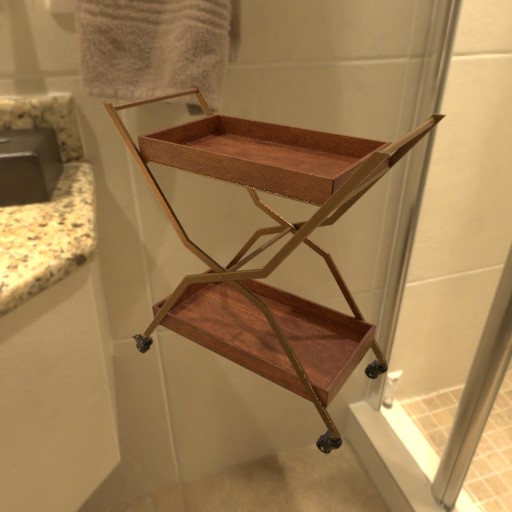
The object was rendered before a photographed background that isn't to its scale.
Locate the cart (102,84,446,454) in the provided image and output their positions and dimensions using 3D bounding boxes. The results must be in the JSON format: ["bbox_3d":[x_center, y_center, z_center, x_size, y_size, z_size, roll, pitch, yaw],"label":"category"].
[{"bbox_3d":[0.000,0.000,1.339,0.836,0.869,0.405,19,35,30],"label":"cart"}]
